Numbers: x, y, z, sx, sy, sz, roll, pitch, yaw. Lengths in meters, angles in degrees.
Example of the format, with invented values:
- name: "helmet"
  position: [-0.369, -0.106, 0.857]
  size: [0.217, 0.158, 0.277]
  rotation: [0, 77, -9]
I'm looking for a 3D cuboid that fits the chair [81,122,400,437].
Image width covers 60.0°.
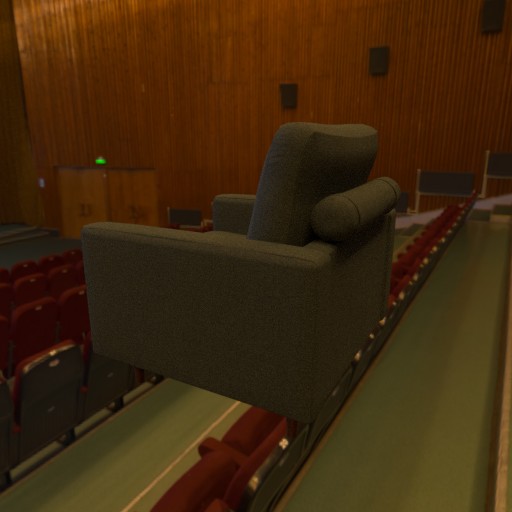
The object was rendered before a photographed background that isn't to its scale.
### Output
- name: "chair"
  position: [0.000, 0.000, 1.540]
  size: [0.843, 0.880, 0.821]
  rotation: [9, 18, 28]
